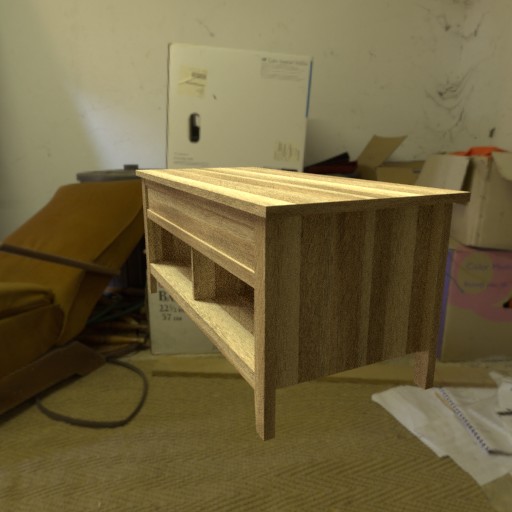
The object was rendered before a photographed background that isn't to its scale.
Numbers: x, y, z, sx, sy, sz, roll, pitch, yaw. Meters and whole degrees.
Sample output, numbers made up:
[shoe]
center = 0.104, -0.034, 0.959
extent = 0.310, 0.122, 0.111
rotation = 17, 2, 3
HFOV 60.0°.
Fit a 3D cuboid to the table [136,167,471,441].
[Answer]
[table]
center = 0.000, 0.000, 1.381
extent = 0.493, 0.480, 1.095
rotation = -7, 16, -25
